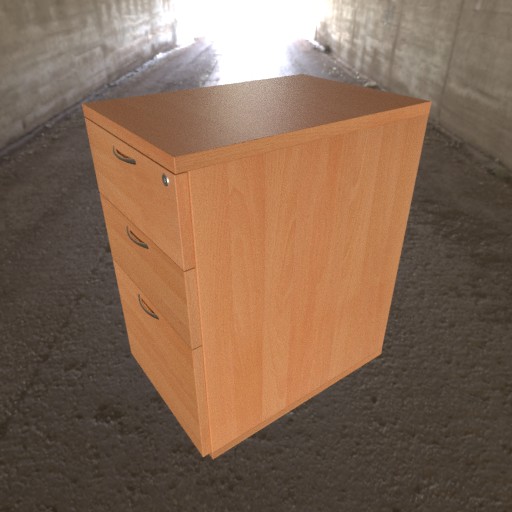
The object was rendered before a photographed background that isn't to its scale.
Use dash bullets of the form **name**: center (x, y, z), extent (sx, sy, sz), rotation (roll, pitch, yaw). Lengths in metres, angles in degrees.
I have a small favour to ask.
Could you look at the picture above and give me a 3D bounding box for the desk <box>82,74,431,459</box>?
- **desk**: center (0.000, 0.000, 1.091), extent (0.600, 0.730, 0.404), rotation (-21, 37, -30)
